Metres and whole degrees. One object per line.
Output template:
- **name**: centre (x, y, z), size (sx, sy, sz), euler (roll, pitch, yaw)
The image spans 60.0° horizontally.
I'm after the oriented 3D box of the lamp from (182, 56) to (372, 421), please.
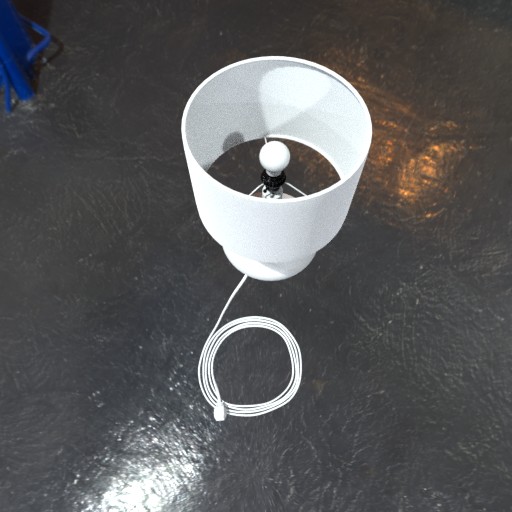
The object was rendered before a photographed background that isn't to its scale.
- **lamp**: centre (0.000, 0.000, 0.857), size (0.401, 0.457, 0.546), euler (33, 68, 15)
